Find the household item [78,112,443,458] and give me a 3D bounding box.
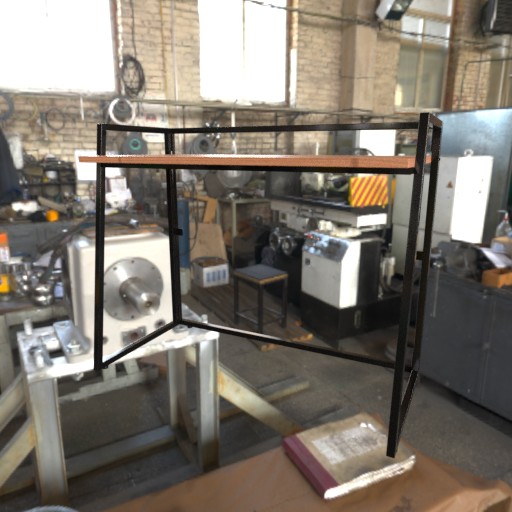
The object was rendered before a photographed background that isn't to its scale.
[{"bbox_3d":[0.000,0.000,1.481,1.050,0.860,0.510,7,15,26],"label":"household item"}]
